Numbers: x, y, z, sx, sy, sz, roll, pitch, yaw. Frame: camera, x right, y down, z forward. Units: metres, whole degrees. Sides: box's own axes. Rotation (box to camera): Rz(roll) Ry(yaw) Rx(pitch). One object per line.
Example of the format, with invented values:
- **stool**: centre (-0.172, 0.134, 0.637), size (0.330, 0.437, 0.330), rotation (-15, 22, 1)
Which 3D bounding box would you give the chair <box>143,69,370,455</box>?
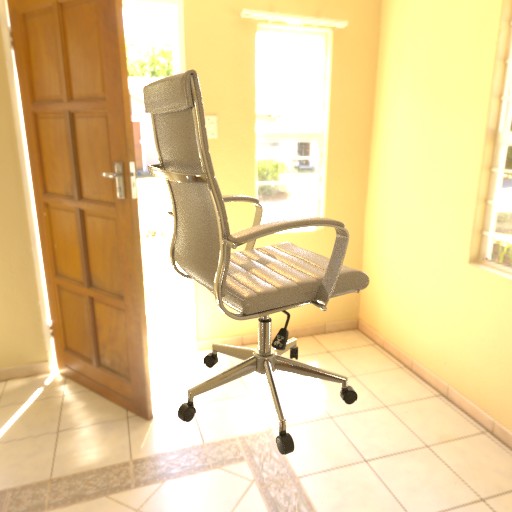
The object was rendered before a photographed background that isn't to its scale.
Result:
- **chair**: centre (0.000, 0.000, 1.573), size (0.667, 1.149, 0.679), rotation (-8, 18, -27)
